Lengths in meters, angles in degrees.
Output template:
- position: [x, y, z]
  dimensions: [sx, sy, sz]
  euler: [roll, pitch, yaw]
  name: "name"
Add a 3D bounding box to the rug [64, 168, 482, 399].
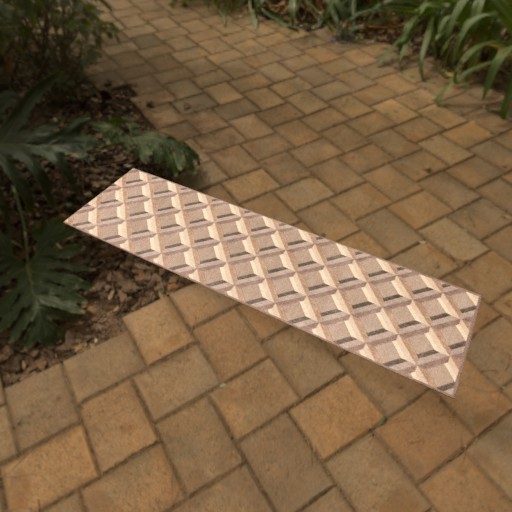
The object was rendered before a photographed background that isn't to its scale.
- position: [0.000, 0.000, 2.614]
  dimensions: [2.437, 0.013, 0.685]
  euler: [22, 50, 20]
  name: "rug"
